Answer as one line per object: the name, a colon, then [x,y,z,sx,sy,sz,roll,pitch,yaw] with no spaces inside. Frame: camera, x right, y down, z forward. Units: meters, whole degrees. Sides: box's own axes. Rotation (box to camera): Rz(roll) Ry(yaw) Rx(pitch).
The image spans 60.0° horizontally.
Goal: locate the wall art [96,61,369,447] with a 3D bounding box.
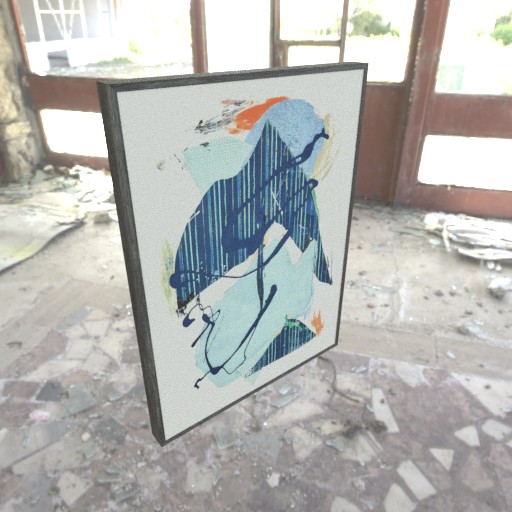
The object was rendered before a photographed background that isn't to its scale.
wall art: [0.000,0.000,1.309,0.762,1.016,0.063,-20,34,-33]
